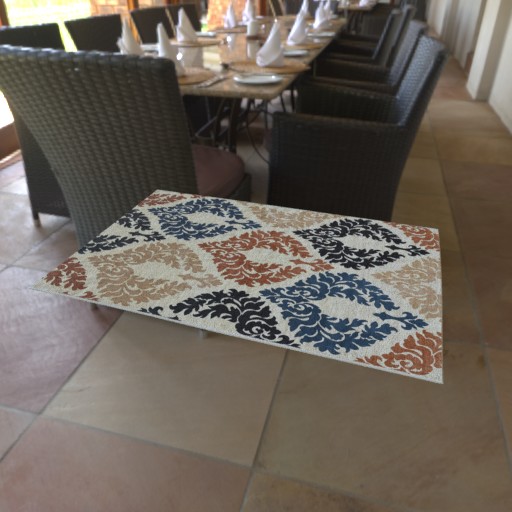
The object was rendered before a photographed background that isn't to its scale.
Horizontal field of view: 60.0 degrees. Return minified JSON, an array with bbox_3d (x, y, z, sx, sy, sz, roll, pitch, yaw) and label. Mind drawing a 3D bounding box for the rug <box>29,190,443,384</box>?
[{"bbox_3d":[0.000,0.000,2.875,2.275,0.014,1.514,10,33,16],"label":"rug"}]
